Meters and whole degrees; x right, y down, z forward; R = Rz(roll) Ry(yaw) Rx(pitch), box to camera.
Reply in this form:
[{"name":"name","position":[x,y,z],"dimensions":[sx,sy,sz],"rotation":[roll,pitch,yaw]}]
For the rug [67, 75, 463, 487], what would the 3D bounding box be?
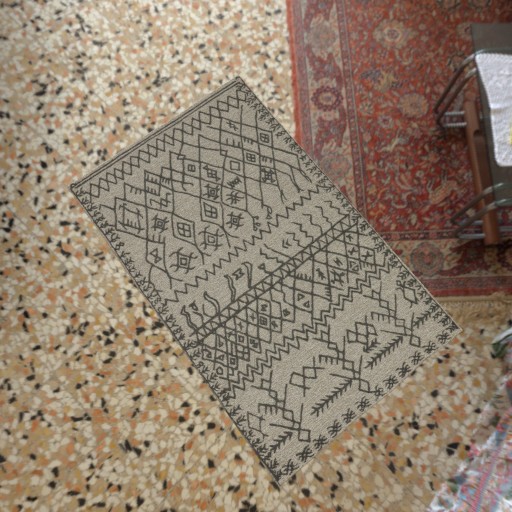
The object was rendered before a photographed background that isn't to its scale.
[{"name":"rug","position":[0.000,0.000,4.729],"dimensions":[2.393,0.019,3.824],"rotation":[-36,78,-9]}]
